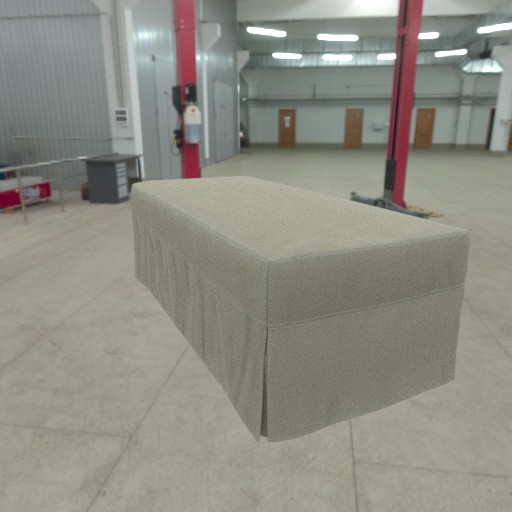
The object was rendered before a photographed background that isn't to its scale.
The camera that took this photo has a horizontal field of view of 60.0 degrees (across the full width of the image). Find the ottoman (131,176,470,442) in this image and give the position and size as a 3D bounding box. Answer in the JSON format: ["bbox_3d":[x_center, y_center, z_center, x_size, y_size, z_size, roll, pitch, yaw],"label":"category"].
[{"bbox_3d":[0.000,0.000,1.663,0.665,0.457,1.388,-8,19,-26],"label":"ottoman"}]
